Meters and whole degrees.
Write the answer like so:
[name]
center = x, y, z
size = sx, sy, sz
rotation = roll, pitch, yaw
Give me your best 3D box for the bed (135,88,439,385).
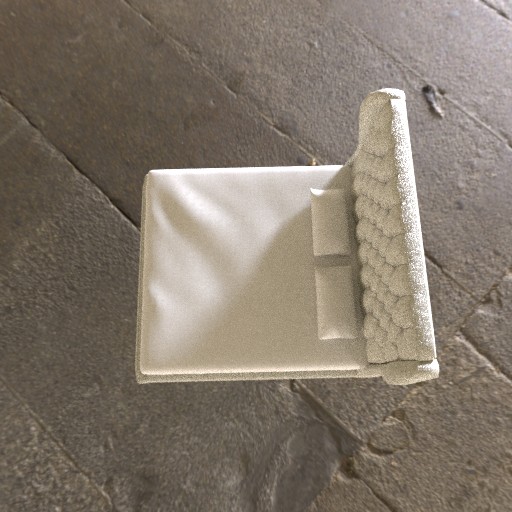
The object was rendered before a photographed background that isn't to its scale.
[bed]
center = 0.000, 0.000, 3.957
size = 2.347, 1.771, 2.219
rotation = -1, 75, 0
